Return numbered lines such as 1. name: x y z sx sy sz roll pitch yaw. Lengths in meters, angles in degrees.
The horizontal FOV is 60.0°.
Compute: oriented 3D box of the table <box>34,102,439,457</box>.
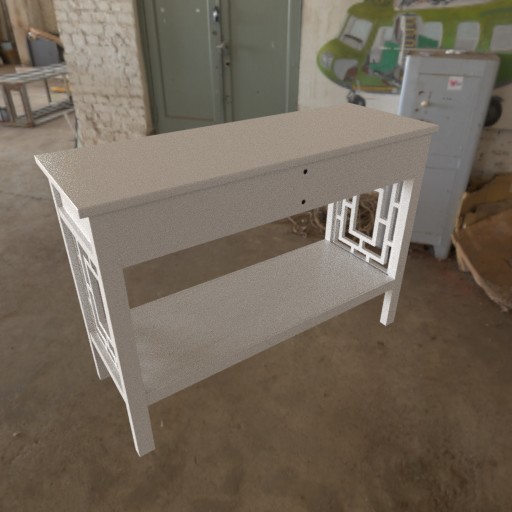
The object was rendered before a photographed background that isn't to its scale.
1. table: 0.000 0.000 1.410 1.068 0.753 0.397 -19 36 -29
